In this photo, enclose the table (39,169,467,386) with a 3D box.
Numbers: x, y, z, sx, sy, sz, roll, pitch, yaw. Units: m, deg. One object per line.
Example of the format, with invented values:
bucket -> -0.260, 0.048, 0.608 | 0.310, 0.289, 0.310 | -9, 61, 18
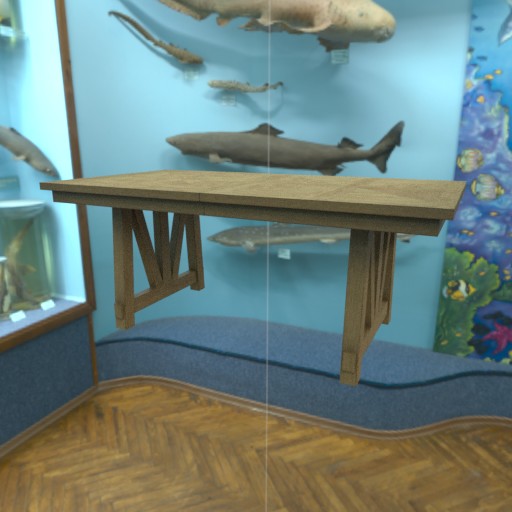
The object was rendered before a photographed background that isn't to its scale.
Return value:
table -> 0.000, 0.000, 2.315 | 1.881, 0.768, 1.016 | 7, 17, 26
